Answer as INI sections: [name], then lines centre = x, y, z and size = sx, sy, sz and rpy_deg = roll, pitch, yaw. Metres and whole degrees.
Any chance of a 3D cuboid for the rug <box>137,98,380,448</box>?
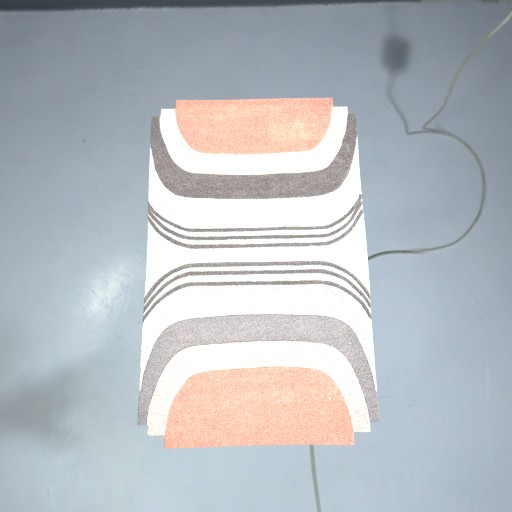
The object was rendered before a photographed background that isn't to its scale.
[rug]
centre = 0.000, 0.000, 3.048
size = 1.530, 0.017, 2.446
rpy_deg = -1, 76, 0
